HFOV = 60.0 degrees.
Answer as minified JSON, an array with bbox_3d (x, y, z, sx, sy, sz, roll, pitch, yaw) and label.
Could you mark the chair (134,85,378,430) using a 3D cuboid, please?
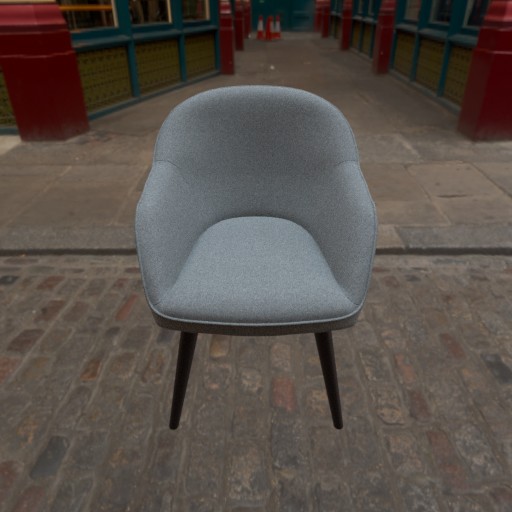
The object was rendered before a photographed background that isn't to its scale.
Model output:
[{"bbox_3d":[0.000,0.000,1.251,0.589,0.810,0.611,0,31,0],"label":"chair"}]
